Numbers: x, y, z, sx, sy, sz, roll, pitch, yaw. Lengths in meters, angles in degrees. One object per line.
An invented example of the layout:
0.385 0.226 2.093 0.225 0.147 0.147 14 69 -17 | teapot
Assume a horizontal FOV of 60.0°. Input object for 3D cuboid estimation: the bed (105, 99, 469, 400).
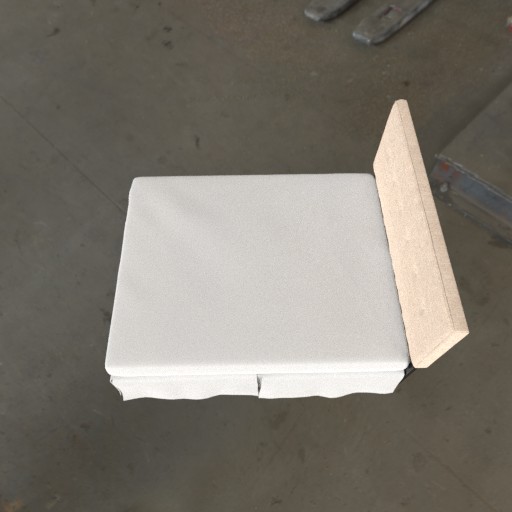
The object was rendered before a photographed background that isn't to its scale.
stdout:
0.000 0.000 3.009 1.978 1.270 1.643 -1 60 -1 | bed
